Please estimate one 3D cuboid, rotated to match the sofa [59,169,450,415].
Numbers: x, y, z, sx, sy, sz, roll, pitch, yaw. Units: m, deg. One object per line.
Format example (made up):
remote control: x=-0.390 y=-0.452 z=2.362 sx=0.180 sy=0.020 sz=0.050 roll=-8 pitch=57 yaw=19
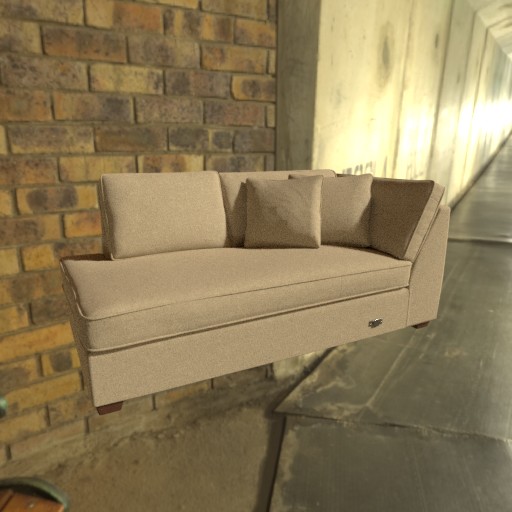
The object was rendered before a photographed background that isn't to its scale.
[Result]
sofa: x=0.000 y=0.000 z=2.803 sx=2.237 sy=1.033 sz=1.110 roll=-8 pitch=17 yaw=-26
